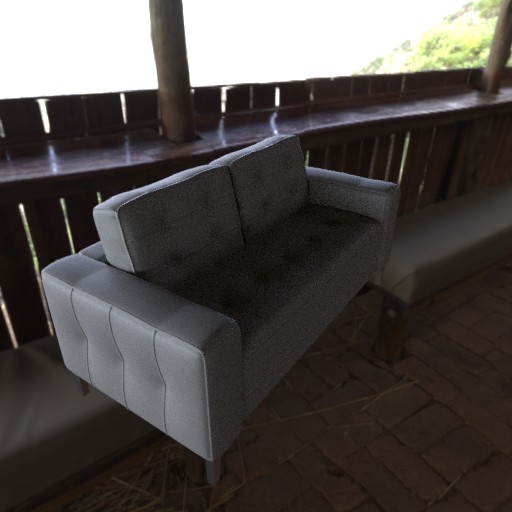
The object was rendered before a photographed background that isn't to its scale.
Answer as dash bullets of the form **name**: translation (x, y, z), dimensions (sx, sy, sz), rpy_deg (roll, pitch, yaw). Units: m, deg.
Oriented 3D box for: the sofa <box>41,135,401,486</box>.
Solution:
- **sofa**: translation (0.000, 0.000, 2.151), dimensions (0.833, 0.892, 1.726), rpy_deg (18, 34, 30)
